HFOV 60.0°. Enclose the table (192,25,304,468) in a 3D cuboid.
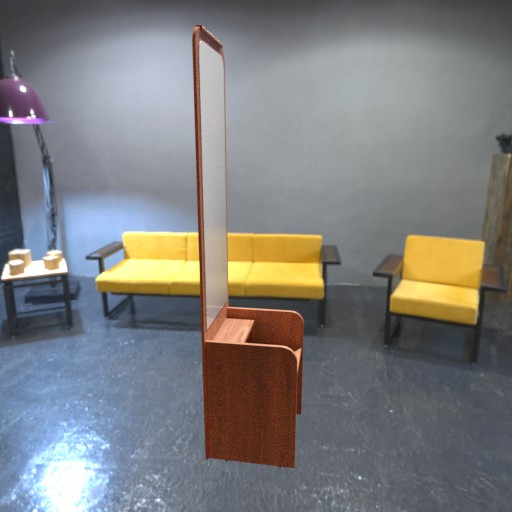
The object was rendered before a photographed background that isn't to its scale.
[{"bbox_3d":[0.000,0.000,1.986,0.420,1.830,0.450,2,14,9],"label":"table"}]
